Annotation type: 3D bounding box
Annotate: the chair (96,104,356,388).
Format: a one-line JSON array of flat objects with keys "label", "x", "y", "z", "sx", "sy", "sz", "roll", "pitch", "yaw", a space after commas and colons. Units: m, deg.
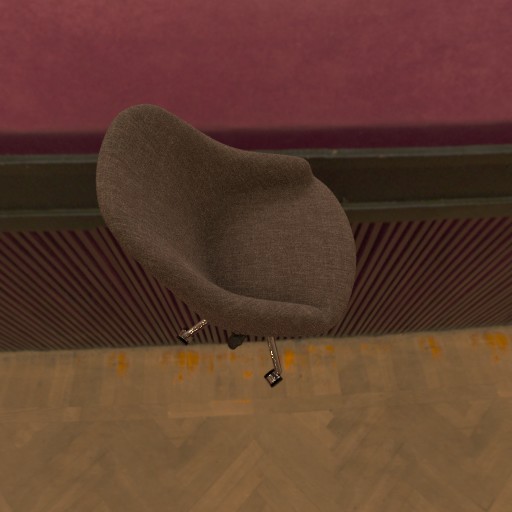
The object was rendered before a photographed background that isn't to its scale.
[{"label": "chair", "x": 0.000, "y": 0.000, "z": 1.405, "sx": 0.712, "sy": 0.950, "sz": 0.671, "roll": -1, "pitch": 64, "yaw": 0}]
